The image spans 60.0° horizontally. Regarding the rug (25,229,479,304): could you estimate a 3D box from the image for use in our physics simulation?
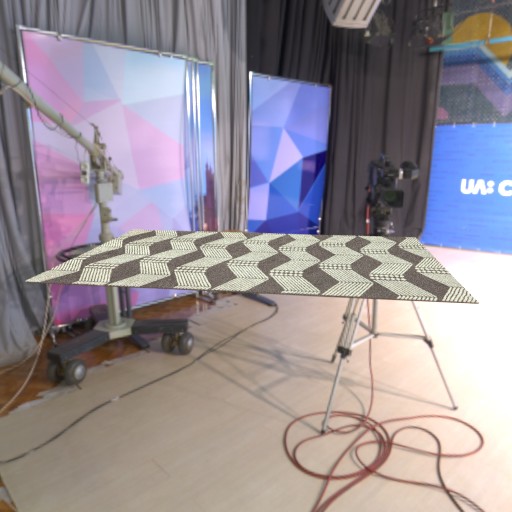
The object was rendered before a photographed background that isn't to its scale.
[{"bbox_3d":[0.000,0.000,3.070,2.435,0.011,1.517,2,15,8],"label":"rug"}]
